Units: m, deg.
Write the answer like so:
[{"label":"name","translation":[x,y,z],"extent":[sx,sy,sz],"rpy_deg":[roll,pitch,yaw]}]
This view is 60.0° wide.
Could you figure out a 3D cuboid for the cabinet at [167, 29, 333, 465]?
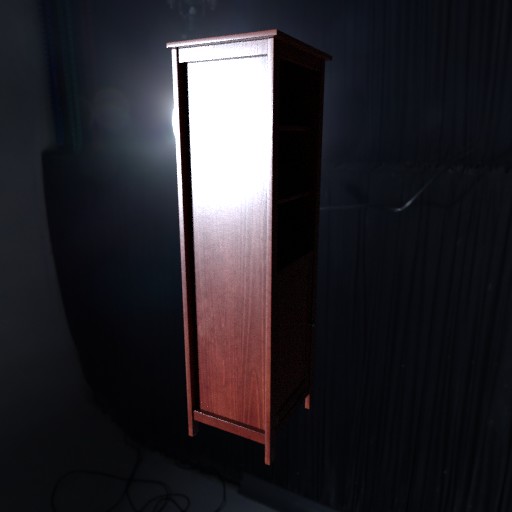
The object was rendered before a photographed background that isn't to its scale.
[{"label":"cabinet","translation":[0.000,0.000,1.773],"extent":[0.401,1.518,0.500],"rpy_deg":[8,17,27]}]
